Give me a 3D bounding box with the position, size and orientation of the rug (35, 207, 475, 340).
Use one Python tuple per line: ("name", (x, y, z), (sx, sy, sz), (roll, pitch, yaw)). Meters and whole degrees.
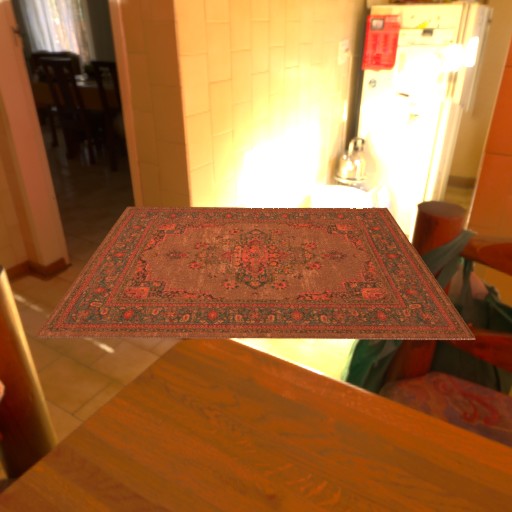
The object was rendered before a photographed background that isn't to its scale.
("rug", (0.000, 0.000, 4.142), (3.057, 0.013, 2.434), (0, 28, 0))
